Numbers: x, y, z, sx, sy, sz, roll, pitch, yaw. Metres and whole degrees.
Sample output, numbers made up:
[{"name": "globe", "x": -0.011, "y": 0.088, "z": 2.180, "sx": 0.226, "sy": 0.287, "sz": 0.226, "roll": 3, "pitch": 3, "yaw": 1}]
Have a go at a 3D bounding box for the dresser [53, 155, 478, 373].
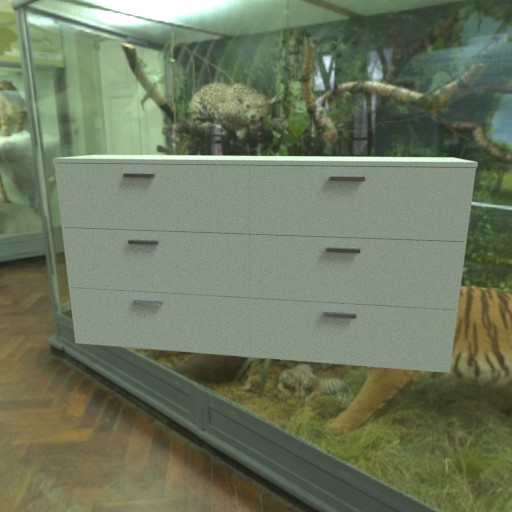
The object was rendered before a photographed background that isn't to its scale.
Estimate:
[{"name": "dresser", "x": 0.000, "y": 0.000, "z": 1.830, "sx": 1.535, "sy": 0.790, "sz": 0.333, "roll": 2, "pitch": 15, "yaw": 9}]
